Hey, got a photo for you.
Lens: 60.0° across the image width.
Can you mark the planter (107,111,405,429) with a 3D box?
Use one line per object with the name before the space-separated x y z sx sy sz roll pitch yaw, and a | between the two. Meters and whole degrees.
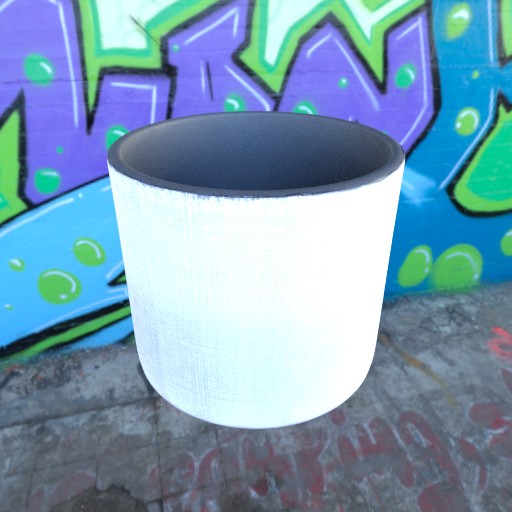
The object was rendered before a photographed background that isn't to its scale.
planter | 0.000 0.000 0.384 0.221 0.201 0.221 0 30 0
